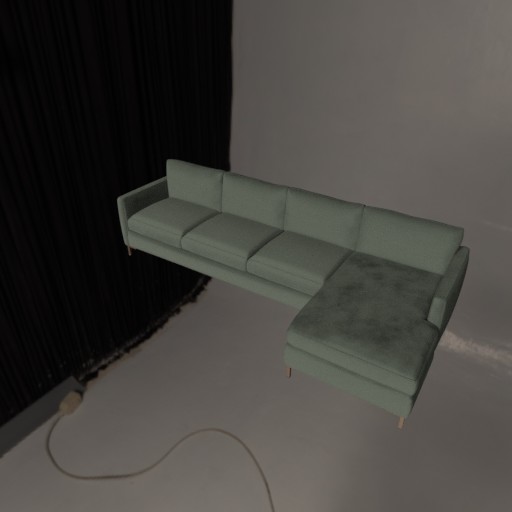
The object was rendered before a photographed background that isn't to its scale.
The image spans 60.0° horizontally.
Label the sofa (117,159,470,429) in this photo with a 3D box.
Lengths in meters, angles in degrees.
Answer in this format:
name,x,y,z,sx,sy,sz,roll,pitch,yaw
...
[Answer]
name,x,y,z,sx,sy,sz,roll,pitch,yaw
sofa,0.000,0.000,3.279,2.725,0.756,1.255,18,35,28
